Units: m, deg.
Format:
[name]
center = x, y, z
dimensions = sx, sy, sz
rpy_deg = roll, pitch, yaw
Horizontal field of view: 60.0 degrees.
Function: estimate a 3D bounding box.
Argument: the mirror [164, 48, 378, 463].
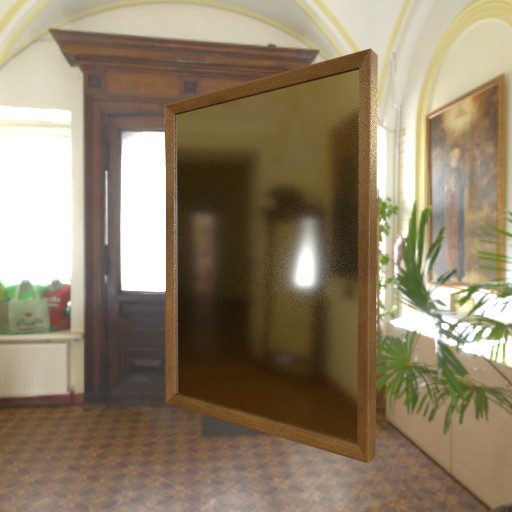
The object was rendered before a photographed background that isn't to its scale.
[mirror]
center = 0.000, 0.000, 0.922
dimensions = 0.508, 0.711, 0.039
rpy_deg = 1, 1, 36
